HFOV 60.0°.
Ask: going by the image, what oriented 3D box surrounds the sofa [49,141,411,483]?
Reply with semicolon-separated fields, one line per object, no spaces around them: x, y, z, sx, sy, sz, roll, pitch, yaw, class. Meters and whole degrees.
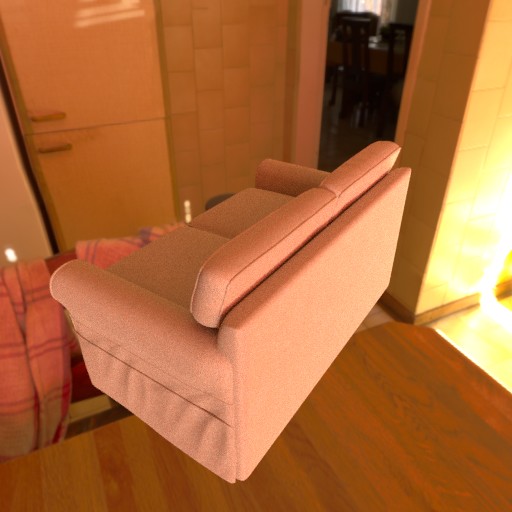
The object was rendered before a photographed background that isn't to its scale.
0.000;0.000;2.292;0.991;0.940;1.727;20;37;29;sofa
